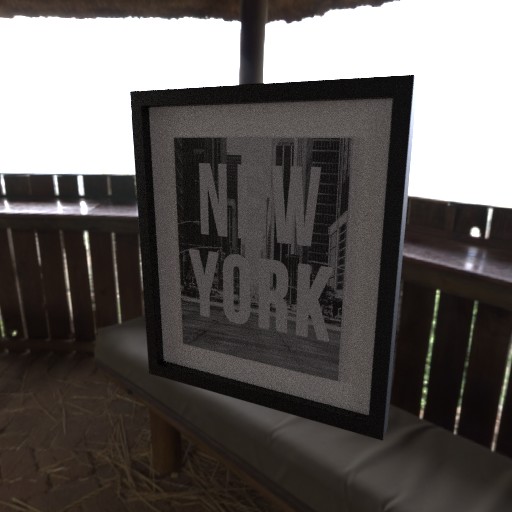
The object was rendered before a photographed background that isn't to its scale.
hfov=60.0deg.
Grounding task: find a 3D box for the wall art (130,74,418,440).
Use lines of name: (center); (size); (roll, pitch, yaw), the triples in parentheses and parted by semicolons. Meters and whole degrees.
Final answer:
wall art: (0.000, 0.000, 0.526); (0.328, 0.381, 0.028); (7, 17, 25)
